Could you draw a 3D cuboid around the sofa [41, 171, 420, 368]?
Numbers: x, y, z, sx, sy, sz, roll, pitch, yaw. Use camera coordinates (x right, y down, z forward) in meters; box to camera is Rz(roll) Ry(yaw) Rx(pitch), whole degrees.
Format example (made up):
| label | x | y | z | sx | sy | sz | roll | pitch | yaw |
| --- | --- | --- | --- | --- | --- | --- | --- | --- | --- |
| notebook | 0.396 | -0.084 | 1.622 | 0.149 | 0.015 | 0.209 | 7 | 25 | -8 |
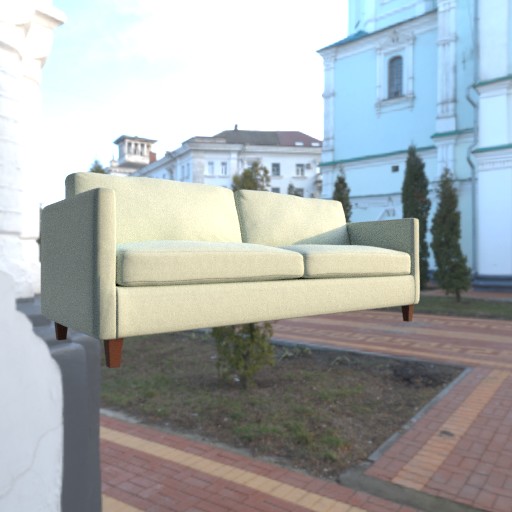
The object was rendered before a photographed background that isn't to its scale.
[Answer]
| label | x | y | z | sx | sy | sz | roll | pitch | yaw |
| --- | --- | --- | --- | --- | --- | --- | --- | --- | --- |
| sofa | 0.000 | 0.000 | 2.921 | 2.434 | 0.965 | 0.948 | 0 | 0 | -38 |
